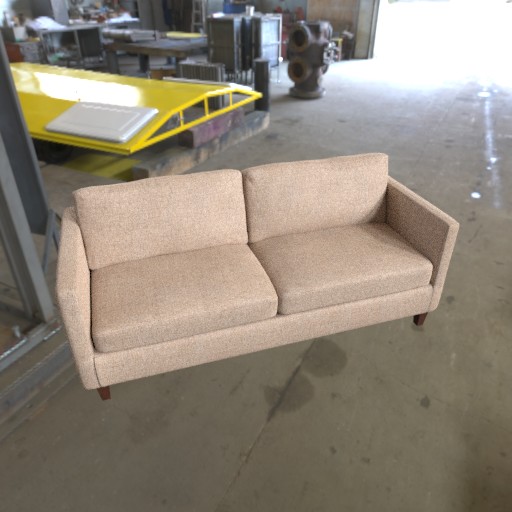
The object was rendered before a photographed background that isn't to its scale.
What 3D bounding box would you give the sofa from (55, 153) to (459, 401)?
[{"bbox_3d":[0.000,0.000,2.762,2.208,0.965,0.951,-10,33,-15],"label":"sofa"}]
